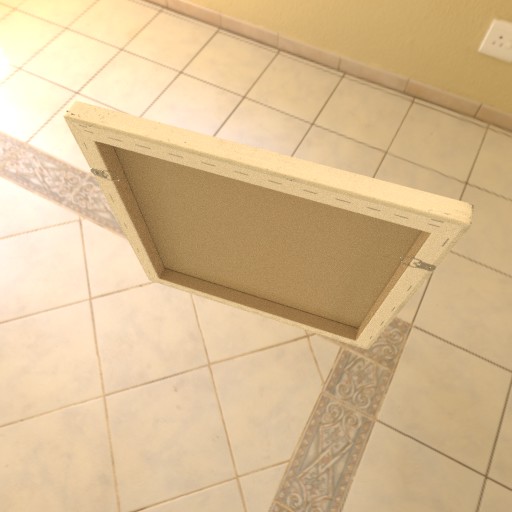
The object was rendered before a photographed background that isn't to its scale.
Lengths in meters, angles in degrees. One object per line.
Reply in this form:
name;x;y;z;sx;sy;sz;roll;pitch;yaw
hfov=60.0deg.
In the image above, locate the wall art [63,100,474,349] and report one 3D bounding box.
wall art;0.000;0.000;0.904;0.610;0.611;0.040;17;64;8
